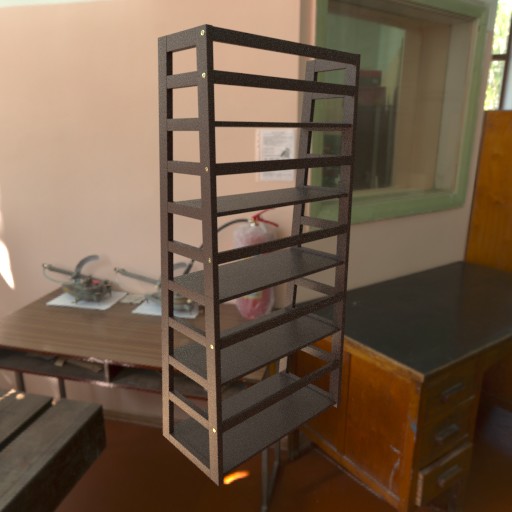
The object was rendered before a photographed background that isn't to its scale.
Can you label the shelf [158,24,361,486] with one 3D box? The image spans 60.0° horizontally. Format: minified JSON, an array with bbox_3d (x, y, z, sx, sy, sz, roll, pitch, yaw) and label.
[{"bbox_3d":[0.000,0.000,1.868,0.763,1.600,0.403,-14,21,-41],"label":"shelf"}]
